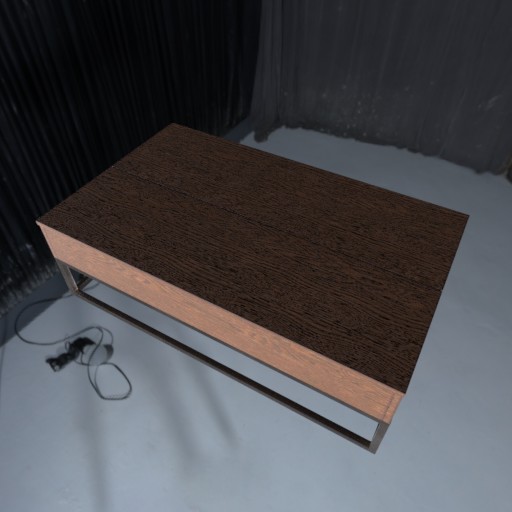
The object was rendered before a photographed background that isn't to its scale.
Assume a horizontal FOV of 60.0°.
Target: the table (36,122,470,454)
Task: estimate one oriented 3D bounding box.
[{"bbox_3d":[0.000,0.000,1.522,1.167,0.361,0.719,22,50,20],"label":"table"}]
